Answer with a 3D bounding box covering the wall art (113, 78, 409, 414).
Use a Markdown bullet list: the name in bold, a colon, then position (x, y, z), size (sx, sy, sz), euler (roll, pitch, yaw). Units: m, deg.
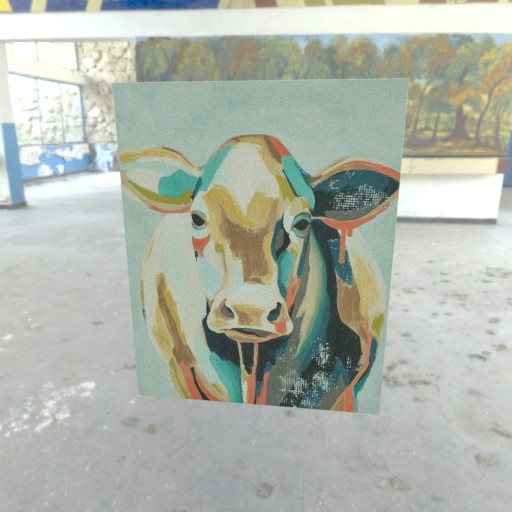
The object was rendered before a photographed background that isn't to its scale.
- **wall art**: position (0.000, 0.000, 0.693), size (0.409, 0.509, 0.037), euler (2, 16, 7)
